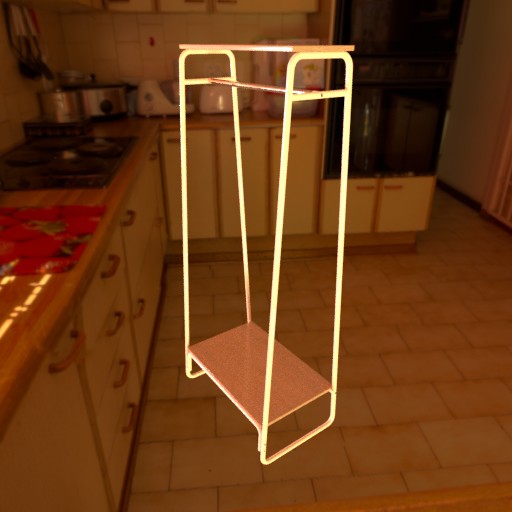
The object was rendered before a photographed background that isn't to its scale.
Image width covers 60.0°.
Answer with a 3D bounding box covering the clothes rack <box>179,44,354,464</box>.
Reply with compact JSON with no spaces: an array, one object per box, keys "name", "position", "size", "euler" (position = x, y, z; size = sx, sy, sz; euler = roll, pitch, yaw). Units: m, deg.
[{"name":"clothes rack","position":[0.000,0.000,1.758],"size":[0.400,1.512,0.640],"euler":[-18,31,-32]}]
